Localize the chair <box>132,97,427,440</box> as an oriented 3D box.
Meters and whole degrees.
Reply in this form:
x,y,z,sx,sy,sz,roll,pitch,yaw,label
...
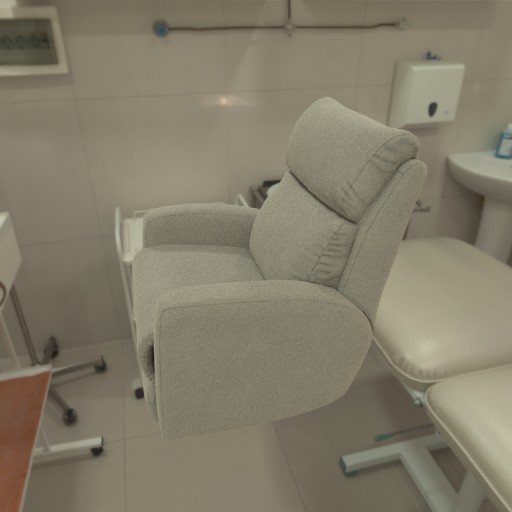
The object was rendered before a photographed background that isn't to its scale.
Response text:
x,y,z,sx,sy,sz,roll,pitch,yaw,label
0.000,0.000,1.669,0.940,1.021,0.794,-8,31,-13,chair
